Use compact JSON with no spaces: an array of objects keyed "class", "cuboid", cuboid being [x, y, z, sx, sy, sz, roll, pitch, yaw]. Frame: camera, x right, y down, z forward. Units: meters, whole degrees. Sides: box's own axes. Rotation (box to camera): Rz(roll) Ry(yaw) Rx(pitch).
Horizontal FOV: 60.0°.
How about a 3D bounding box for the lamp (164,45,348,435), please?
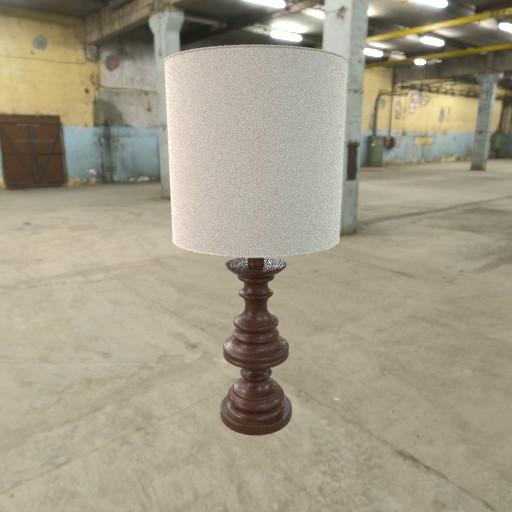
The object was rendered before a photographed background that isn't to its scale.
[{"class":"lamp","cuboid":[0.000,0.000,0.567,0.208,0.455,0.208,-2,14,-10]}]
